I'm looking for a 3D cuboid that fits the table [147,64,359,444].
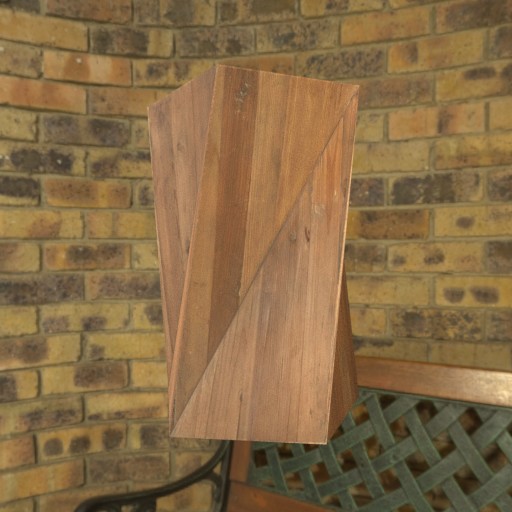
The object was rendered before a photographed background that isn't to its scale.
[{"bbox_3d":[0.000,0.000,0.908,0.441,0.604,0.425,0,0,0],"label":"table"}]
